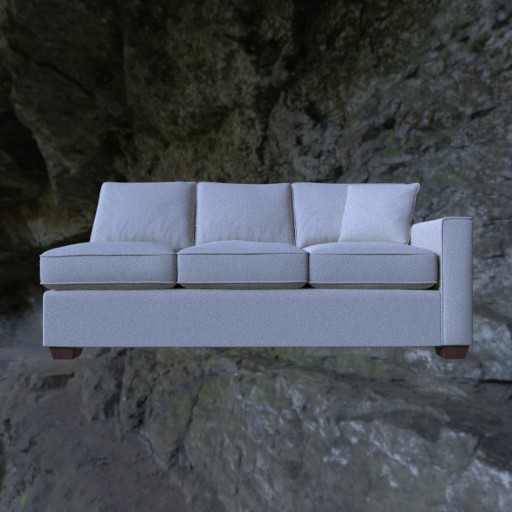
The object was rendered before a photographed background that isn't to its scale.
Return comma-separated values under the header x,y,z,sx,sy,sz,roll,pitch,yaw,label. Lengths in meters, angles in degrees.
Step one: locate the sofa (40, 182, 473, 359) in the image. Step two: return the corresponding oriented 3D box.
x,y,z,sx,sy,sz,roll,pitch,yaw,label
0.000,0.000,2.467,1.963,0.946,1.034,0,-1,0,sofa
